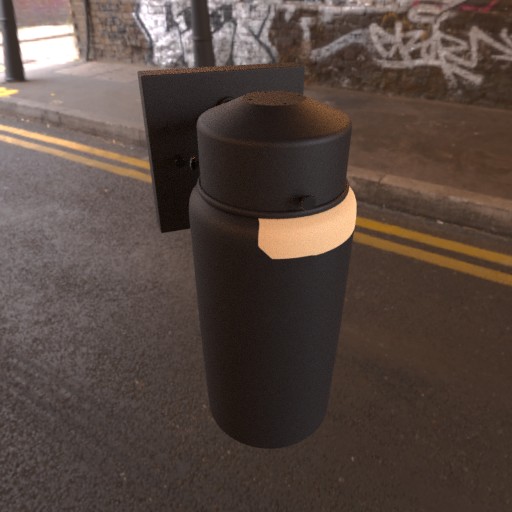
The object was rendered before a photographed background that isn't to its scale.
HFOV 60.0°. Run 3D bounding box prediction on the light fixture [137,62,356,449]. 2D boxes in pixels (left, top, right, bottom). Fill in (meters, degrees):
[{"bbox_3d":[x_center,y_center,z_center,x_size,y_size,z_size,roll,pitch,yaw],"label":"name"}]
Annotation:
[{"bbox_3d":[0.000,0.000,0.353,0.130,0.257,0.176,-11,34,-16],"label":"light fixture"}]
